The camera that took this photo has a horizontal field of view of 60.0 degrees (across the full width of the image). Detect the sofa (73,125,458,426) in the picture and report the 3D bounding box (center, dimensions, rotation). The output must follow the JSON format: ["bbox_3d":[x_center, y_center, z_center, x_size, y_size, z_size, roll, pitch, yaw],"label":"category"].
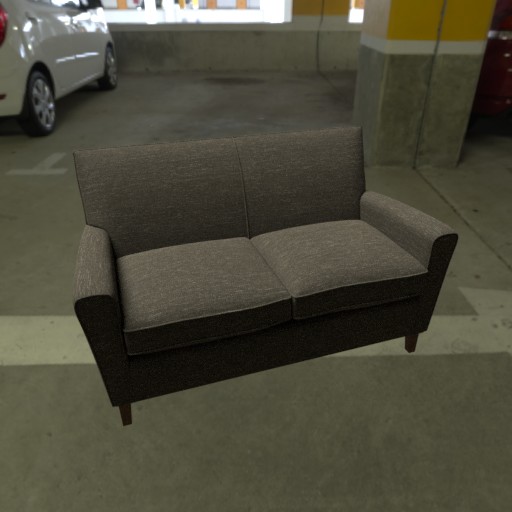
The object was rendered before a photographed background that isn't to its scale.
[{"bbox_3d":[0.000,0.000,2.034,1.509,0.905,0.867,-9,31,-16],"label":"sofa"}]
